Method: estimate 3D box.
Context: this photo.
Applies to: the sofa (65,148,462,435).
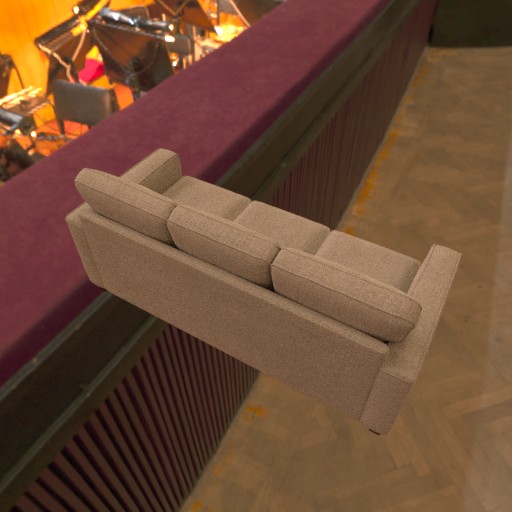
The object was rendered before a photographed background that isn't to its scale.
[{"bbox_3d":[0.000,0.000,2.656,2.133,0.965,0.939,23,50,21],"label":"sofa"}]
